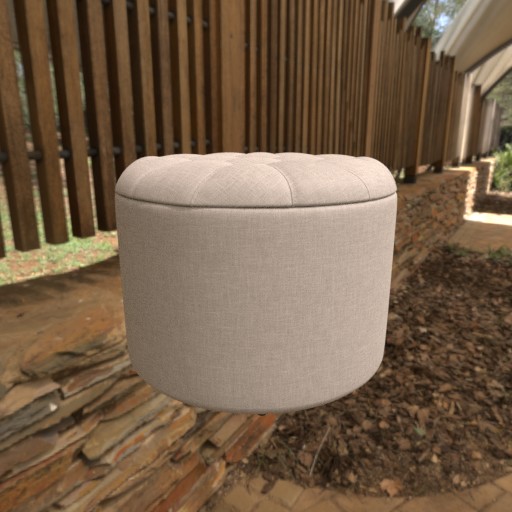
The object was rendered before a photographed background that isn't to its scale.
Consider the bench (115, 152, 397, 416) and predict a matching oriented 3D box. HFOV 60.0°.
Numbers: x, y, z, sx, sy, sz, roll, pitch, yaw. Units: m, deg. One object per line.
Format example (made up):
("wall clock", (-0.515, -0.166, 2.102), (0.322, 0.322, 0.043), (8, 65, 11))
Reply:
("bench", (0.000, 0.000, 1.020), (0.600, 0.453, 0.600), (0, 15, 0))
